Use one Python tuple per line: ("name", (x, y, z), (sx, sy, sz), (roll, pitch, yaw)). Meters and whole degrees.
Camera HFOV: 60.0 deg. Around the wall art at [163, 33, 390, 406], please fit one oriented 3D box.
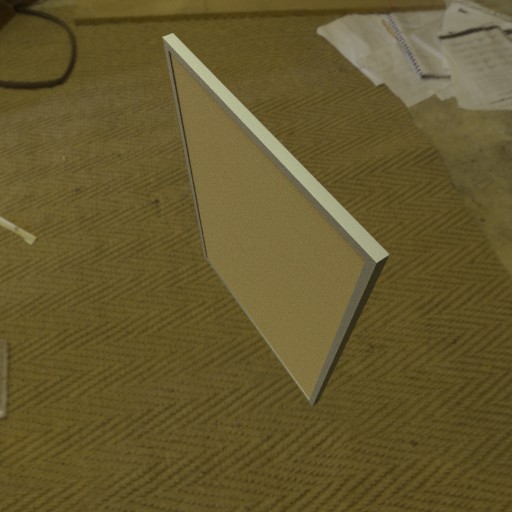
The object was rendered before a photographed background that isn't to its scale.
("wall art", (0.000, 0.000, 1.379), (0.034, 1.042, 0.789), (-30, 63, -17))
